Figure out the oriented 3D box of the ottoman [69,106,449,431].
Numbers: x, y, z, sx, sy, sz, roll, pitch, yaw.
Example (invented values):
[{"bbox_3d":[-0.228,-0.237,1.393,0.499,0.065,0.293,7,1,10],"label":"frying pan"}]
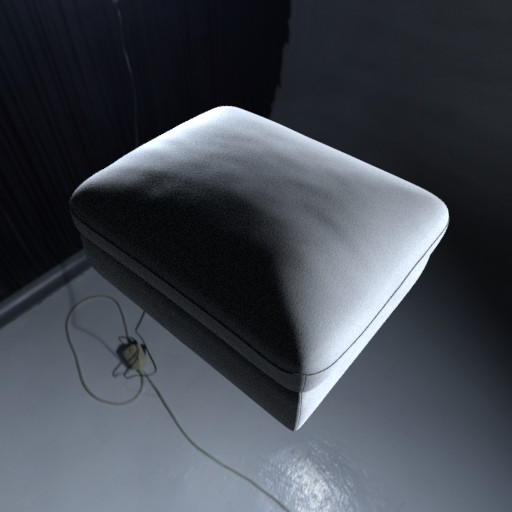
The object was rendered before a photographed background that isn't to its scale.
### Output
[{"bbox_3d":[0.000,0.000,1.147,0.747,0.478,0.593,31,54,26],"label":"ottoman"}]
